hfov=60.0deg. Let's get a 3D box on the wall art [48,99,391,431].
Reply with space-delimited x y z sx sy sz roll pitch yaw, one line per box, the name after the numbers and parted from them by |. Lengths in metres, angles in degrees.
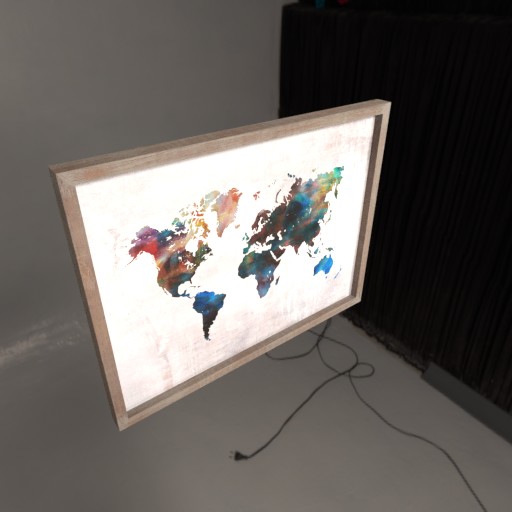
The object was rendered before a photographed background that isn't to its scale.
0.000 0.000 1.746 1.320 1.009 0.070 -22 38 -31 | wall art
